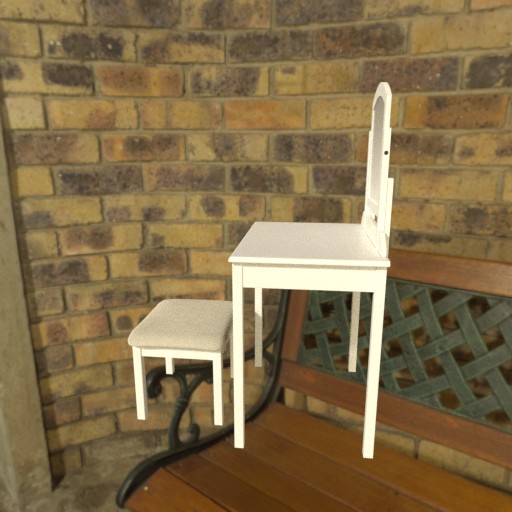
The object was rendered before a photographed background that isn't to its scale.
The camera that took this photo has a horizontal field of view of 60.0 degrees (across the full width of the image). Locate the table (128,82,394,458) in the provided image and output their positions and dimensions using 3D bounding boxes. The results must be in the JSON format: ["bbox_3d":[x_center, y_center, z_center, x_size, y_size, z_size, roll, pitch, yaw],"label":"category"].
[{"bbox_3d":[0.000,0.000,2.247,1.211,1.631,0.876,2,14,7],"label":"table"}]
